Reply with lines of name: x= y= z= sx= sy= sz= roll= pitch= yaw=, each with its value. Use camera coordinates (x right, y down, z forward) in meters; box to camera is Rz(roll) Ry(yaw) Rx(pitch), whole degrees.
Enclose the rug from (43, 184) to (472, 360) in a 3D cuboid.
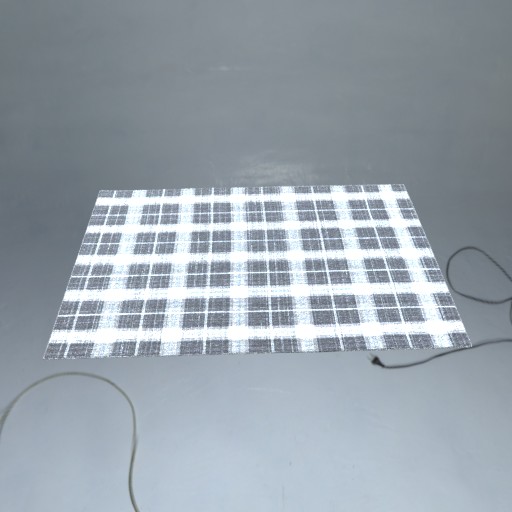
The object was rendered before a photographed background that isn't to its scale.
rug: x=0.000 y=0.000 z=3.021 sx=2.434 sy=0.015 sz=1.520 roll=-1 pitch=47 yaw=-1
